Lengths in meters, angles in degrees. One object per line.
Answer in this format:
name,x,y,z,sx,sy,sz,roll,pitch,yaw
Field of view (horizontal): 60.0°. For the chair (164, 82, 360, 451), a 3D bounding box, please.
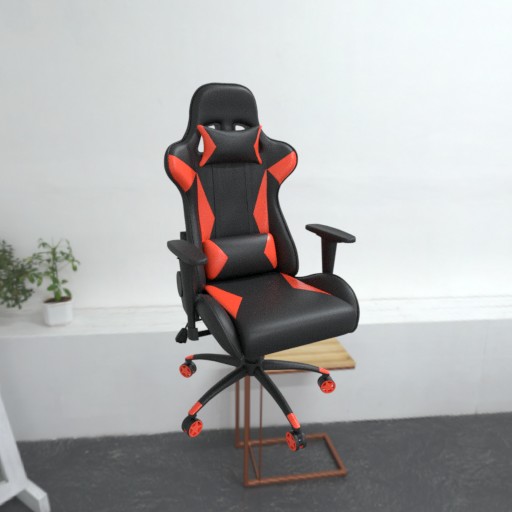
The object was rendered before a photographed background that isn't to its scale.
chair,0.000,0.000,1.701,0.695,1.282,0.730,-8,18,-26
